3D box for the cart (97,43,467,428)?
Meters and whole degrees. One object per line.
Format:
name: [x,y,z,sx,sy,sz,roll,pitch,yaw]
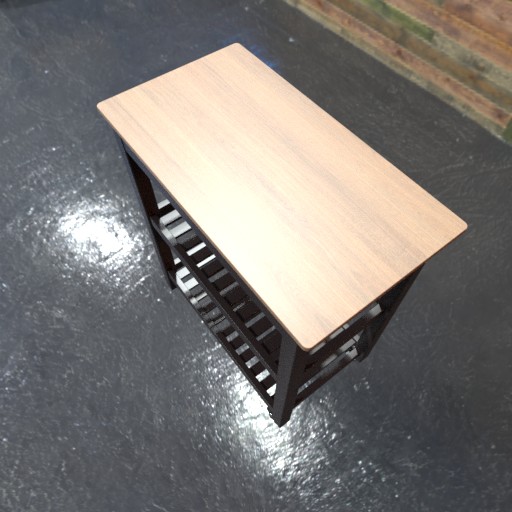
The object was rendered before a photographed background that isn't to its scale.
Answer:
cart: [0.000,0.000,1.447,0.457,0.927,0.899,-33,63,-19]
